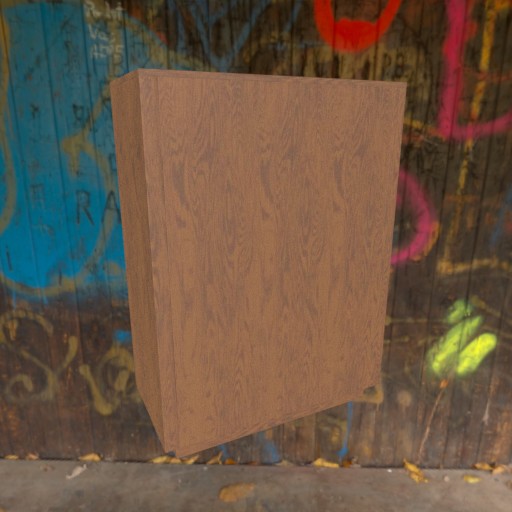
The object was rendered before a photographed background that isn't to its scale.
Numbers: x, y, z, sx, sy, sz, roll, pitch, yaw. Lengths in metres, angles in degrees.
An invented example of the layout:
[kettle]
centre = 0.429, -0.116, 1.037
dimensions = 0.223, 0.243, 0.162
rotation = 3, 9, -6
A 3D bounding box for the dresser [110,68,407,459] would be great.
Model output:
[dresser]
centre = 0.000, 0.000, 1.807
dimensions = 0.964, 1.320, 0.516
rotation = -8, 18, -25
